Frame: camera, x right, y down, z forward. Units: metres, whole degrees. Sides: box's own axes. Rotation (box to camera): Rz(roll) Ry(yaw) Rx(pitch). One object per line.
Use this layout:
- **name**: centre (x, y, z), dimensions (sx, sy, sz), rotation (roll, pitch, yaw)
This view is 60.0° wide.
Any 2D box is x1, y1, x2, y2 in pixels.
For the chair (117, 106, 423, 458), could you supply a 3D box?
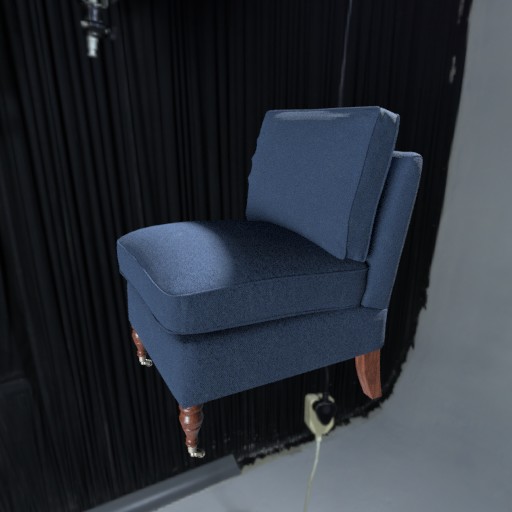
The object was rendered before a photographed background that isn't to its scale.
- **chair**: centre (0.000, 0.000, 1.660), dimensions (0.912, 1.052, 0.724), rotation (-9, 19, -27)
